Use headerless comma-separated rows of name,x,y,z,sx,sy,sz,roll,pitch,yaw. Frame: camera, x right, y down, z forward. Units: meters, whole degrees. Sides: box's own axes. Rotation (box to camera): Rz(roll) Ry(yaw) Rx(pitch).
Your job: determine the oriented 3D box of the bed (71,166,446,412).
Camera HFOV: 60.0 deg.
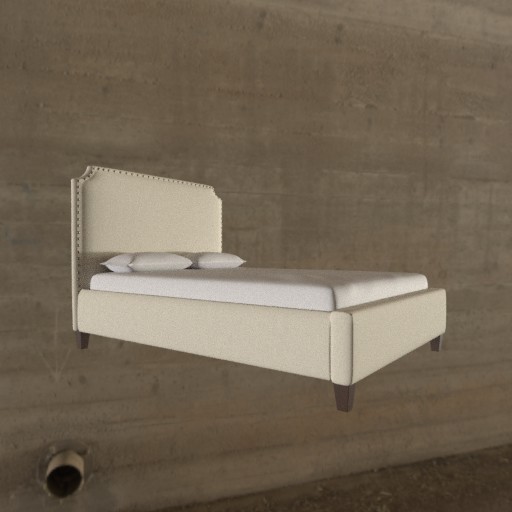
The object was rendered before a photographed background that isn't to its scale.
bed,0.000,0.000,3.416,2.372,1.443,1.712,1,1,37
